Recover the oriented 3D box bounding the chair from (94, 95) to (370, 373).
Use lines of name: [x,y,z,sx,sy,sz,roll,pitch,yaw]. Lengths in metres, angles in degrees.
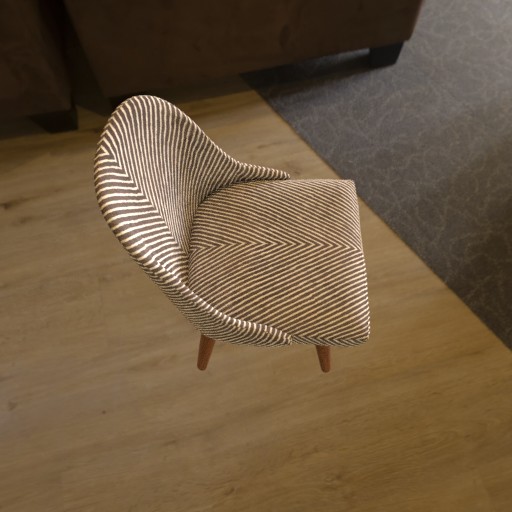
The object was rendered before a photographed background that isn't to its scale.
chair: [0.000,0.000,1.210,0.591,0.883,0.504,1,65,0]
